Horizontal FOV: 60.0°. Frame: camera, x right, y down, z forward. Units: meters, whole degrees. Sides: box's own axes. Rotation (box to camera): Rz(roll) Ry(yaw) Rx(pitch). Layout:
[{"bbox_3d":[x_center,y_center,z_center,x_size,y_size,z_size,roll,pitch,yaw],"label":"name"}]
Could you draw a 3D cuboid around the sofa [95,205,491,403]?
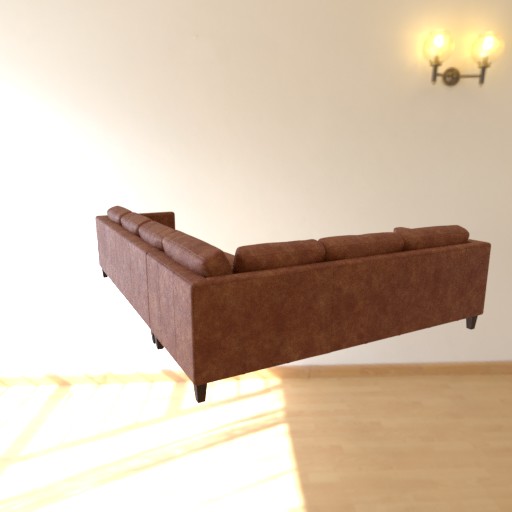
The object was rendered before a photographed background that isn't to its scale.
[{"bbox_3d":[0.000,0.000,4.255,2.438,0.838,3.150,-7,14,-27],"label":"sofa"}]
